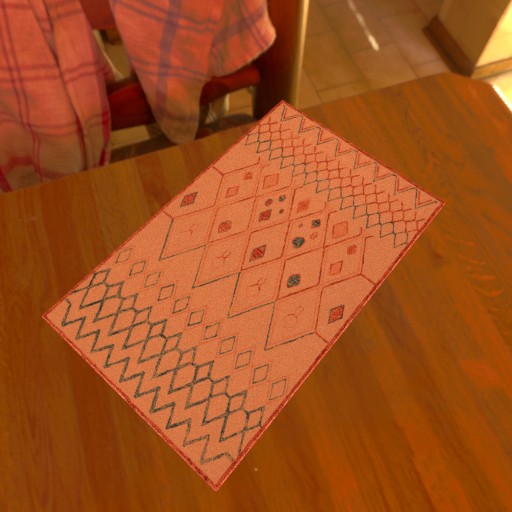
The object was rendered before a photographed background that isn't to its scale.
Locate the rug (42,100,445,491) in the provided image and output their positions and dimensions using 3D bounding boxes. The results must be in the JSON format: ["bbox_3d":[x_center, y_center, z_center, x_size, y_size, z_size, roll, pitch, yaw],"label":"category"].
[{"bbox_3d":[0.000,0.000,3.025,1.524,0.015,2.438,38,70,16],"label":"rug"}]
